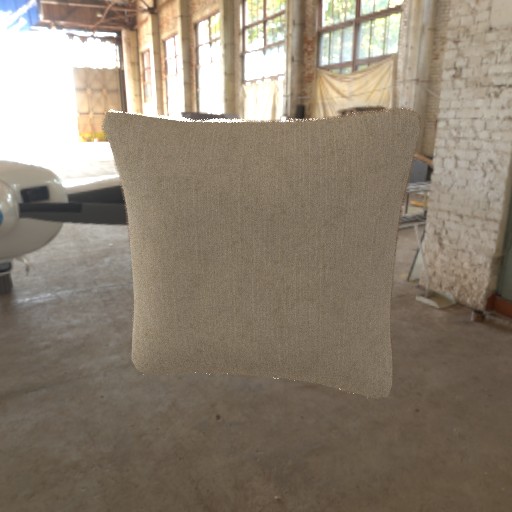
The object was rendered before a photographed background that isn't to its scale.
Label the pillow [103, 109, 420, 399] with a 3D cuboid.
[{"bbox_3d":[0.000,0.000,0.827,0.538,0.525,0.216,3,17,8],"label":"pillow"}]
